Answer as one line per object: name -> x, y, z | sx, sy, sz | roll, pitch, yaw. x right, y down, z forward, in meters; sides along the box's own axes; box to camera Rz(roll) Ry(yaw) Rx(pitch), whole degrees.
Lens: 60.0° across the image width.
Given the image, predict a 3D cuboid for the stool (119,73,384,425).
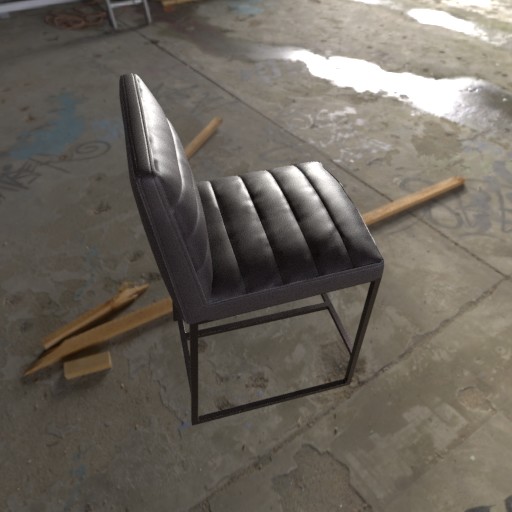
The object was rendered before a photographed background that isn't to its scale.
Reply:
stool -> 0.000, 0.000, 1.260 | 0.562, 0.946, 0.463 | -11, 46, -11
